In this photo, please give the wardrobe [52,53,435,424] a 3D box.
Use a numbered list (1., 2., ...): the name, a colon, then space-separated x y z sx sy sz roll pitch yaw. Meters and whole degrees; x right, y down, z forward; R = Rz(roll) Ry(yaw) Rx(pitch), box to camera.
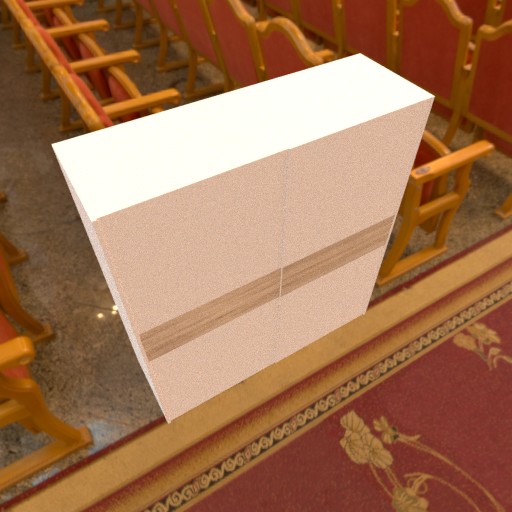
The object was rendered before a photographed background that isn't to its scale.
1. wardrobe: 0.000 0.000 2.930 1.830 2.020 0.600 -24 53 -20
